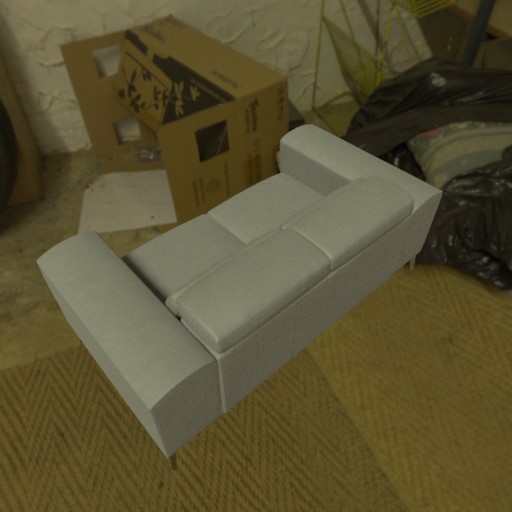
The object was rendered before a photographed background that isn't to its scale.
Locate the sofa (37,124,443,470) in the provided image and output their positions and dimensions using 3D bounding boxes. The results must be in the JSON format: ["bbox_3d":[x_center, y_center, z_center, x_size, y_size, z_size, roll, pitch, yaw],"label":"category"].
[{"bbox_3d":[0.000,0.000,2.395,1.895,0.779,1.003,-32,54,-28],"label":"sofa"}]
